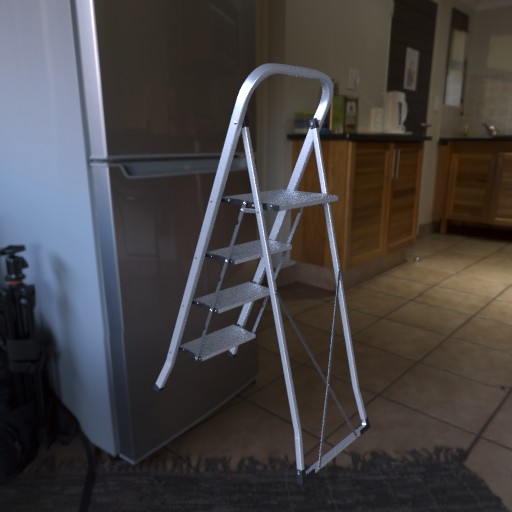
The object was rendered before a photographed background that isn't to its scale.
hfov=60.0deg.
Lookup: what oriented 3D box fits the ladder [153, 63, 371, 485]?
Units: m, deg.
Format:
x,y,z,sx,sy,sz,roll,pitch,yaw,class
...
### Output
x,y,z,sx,sy,sz,roll,pitch,yaw,class
0.000,0.000,1.667,0.830,1.290,0.465,15,21,43,ladder
